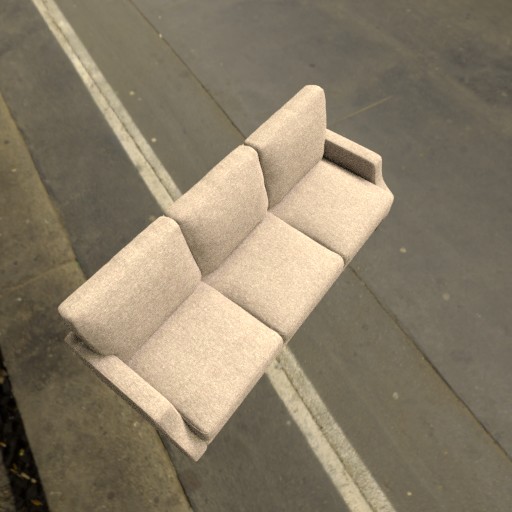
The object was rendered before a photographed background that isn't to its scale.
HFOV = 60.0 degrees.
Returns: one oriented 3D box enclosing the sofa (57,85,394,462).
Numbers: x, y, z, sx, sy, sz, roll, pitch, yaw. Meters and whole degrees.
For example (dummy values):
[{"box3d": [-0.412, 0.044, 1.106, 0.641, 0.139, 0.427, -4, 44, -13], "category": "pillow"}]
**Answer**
[{"box3d": [0.000, 0.000, 2.638, 0.888, 0.984, 2.115, 33, 63, 19], "category": "sofa"}]
